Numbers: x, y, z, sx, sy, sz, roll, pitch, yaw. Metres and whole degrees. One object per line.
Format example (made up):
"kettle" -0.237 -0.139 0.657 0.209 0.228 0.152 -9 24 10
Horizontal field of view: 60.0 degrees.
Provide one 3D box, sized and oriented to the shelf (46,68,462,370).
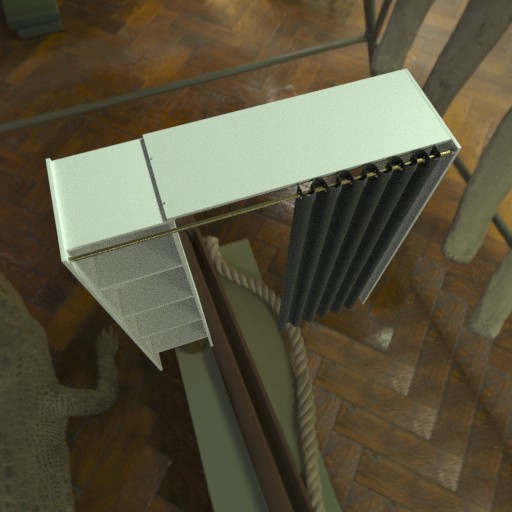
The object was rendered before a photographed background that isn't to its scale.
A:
"shelf" 0.000 0.000 2.580 1.600 1.810 0.500 -17 65 -8
